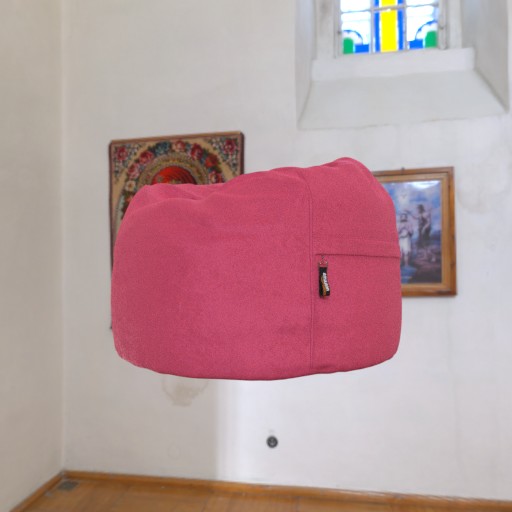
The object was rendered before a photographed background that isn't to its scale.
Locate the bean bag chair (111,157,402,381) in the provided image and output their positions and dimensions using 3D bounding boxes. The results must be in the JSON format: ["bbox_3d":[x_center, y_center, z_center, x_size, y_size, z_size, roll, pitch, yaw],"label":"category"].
[{"bbox_3d":[0.000,0.000,1.951,1.218,0.788,1.218,0,0,0],"label":"bean bag chair"}]
